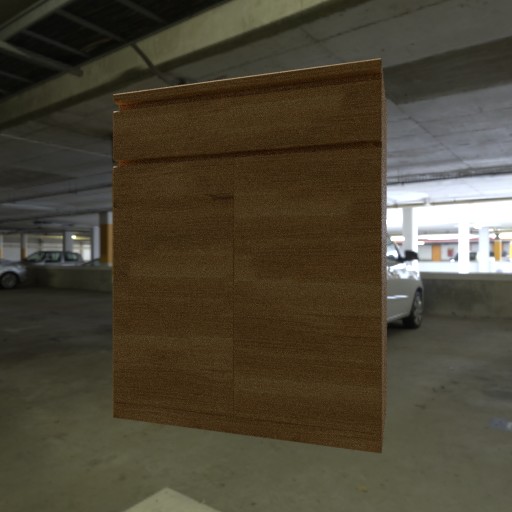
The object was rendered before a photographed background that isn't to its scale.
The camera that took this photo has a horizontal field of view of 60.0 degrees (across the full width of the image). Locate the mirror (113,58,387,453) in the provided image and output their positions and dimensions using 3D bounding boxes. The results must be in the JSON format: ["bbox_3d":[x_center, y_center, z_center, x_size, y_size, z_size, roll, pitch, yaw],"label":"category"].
[{"bbox_3d":[0.000,0.000,1.435,0.800,1.000,0.400,0,0,18],"label":"mirror"}]
